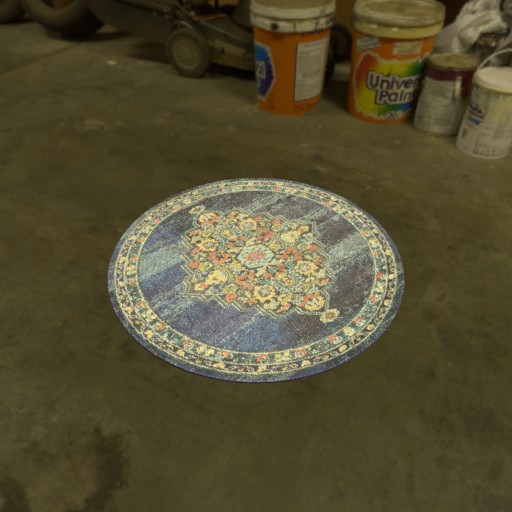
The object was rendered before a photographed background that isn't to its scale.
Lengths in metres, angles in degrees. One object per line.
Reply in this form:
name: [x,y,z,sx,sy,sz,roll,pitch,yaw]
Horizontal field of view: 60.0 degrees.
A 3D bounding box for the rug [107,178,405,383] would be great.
rug: [0.000,0.000,2.444,1.591,0.010,1.591,0,42,0]
